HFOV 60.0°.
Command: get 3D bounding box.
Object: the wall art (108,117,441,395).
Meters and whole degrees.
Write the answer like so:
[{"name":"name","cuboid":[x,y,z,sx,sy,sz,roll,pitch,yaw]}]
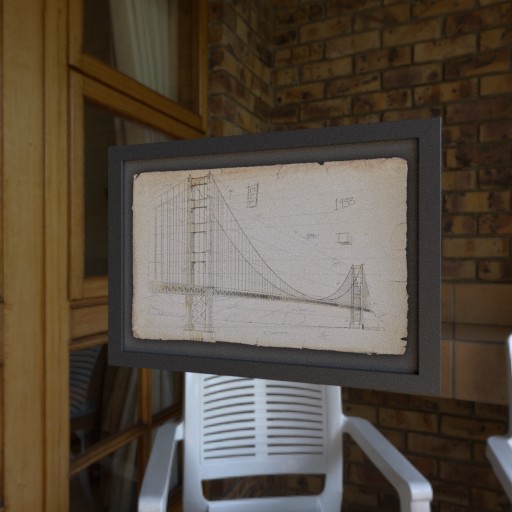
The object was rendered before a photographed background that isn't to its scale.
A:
[{"name":"wall art","cuboid":[0.000,0.000,0.561,0.432,0.306,0.016,0,0,18]}]
